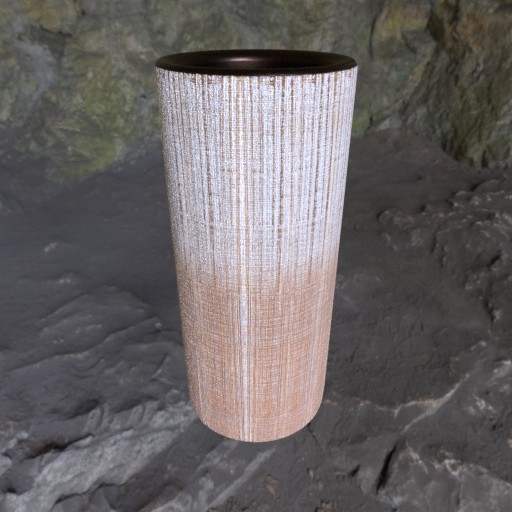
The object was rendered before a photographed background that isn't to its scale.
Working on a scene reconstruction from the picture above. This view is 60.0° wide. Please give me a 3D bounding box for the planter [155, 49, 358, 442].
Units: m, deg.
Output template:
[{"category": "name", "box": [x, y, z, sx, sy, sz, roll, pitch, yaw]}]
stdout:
[{"category": "planter", "box": [0.000, 0.000, 0.277, 0.100, 0.227, 0.100, 18, 34, 28]}]
